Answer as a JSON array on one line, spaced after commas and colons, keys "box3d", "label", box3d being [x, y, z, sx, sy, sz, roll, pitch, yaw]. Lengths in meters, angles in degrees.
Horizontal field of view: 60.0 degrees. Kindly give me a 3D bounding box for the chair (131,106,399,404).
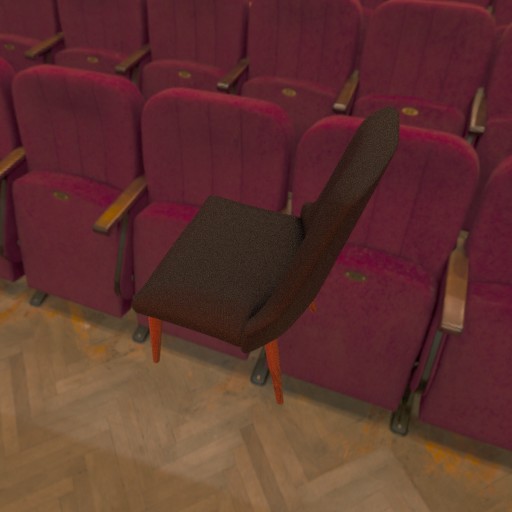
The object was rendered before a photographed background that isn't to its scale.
[{"box3d": [0.000, 0.000, 1.187, 0.567, 0.820, 0.504, 16, 48, 15], "label": "chair"}]
